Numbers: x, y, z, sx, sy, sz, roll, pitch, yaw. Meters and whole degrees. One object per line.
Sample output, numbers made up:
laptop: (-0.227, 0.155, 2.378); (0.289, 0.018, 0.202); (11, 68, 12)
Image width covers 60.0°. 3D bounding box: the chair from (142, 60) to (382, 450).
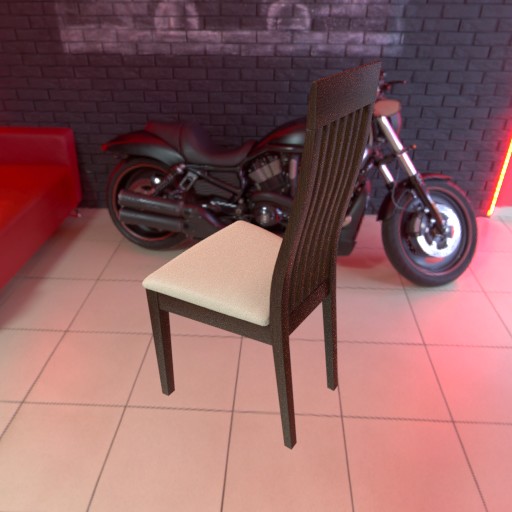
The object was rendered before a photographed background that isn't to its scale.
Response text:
chair: (0.000, 0.000, 1.251); (0.474, 1.027, 0.460); (21, 38, 30)
